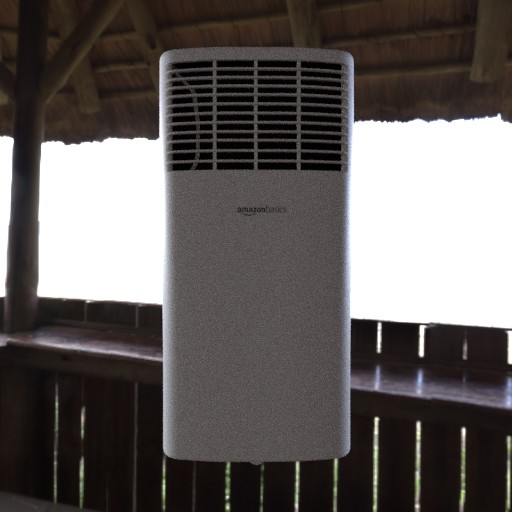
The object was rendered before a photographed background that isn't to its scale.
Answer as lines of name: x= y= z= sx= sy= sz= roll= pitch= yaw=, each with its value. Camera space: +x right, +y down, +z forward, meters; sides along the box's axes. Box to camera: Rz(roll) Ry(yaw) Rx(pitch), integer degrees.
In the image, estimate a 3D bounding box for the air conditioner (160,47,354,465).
air conditioner: x=0.000 y=0.000 z=0.780 sx=0.304 sy=0.606 sz=0.349 roll=0 pitch=0 yaw=-1
